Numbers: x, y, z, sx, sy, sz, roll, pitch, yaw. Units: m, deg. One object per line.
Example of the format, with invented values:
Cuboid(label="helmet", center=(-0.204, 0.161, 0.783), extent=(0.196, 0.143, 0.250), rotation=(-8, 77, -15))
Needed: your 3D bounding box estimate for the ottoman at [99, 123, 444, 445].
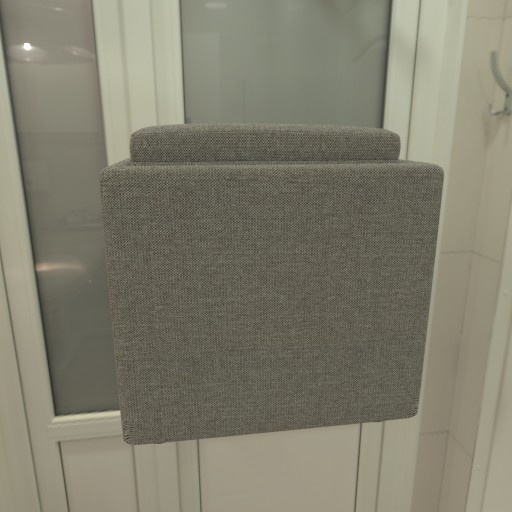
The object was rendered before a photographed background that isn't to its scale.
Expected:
Cuboid(label="ottoman", center=(0.000, 0.000, 0.809), extent=(0.450, 0.460, 0.450), rotation=(-2, 16, -8))
